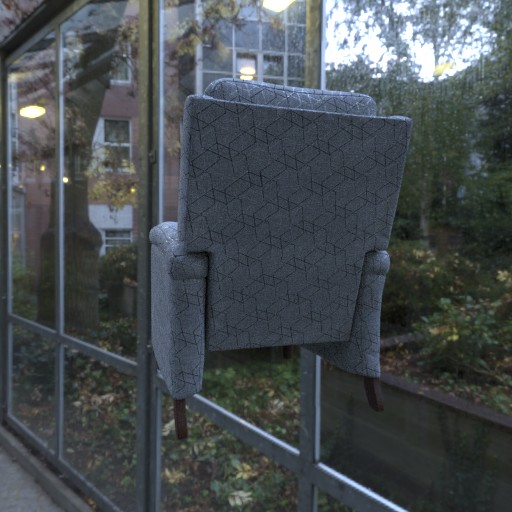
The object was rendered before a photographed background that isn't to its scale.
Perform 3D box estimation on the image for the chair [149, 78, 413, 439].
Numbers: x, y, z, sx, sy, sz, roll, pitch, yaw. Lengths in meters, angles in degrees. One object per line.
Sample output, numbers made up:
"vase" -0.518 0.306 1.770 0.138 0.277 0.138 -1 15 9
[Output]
"chair" 0.000 0.000 1.700 0.753 1.048 0.987 -1 2 -18
